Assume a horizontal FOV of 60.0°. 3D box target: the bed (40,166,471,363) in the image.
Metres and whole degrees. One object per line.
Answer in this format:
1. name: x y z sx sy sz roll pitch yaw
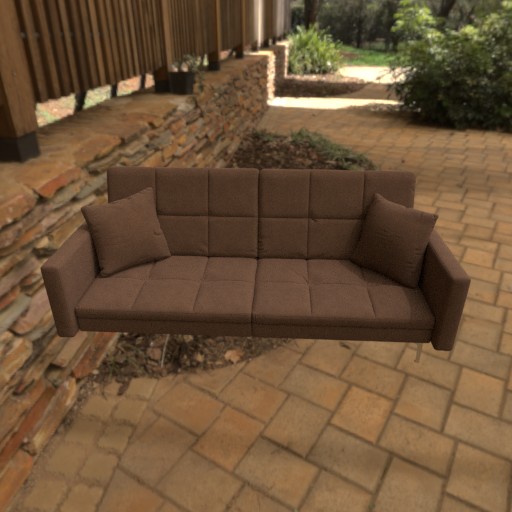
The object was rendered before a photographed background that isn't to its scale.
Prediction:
1. bed: 0.000 0.000 2.395 1.905 0.787 0.889 1 29 3
